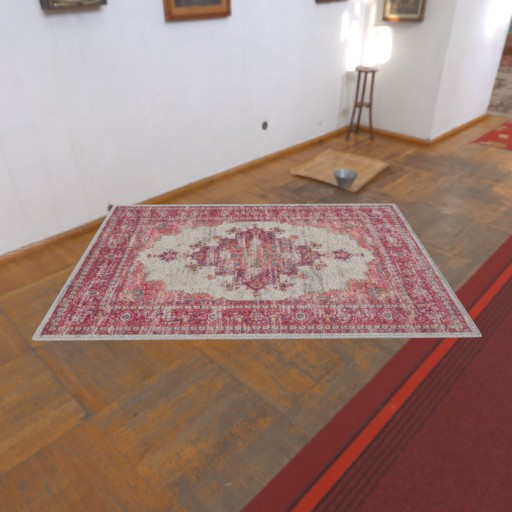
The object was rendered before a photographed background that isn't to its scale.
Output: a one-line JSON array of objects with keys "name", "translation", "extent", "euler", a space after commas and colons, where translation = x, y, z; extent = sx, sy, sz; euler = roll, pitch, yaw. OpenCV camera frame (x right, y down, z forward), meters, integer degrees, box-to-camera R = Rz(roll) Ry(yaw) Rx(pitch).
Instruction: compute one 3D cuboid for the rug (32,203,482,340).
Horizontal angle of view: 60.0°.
[{"name": "rug", "translation": [0.000, 0.000, 2.849], "extent": [2.232, 0.011, 1.555], "euler": [0, 32, -1]}]
